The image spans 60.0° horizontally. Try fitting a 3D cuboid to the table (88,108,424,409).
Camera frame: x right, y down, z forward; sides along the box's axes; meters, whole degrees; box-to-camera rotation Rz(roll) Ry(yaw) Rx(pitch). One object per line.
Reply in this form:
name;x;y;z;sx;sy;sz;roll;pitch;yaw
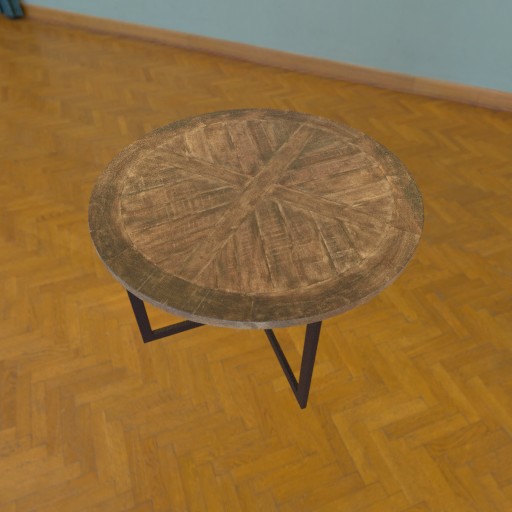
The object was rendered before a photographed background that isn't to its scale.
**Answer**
table;0.000;0.000;1.993;1.264;0.762;1.264;0;46;0
